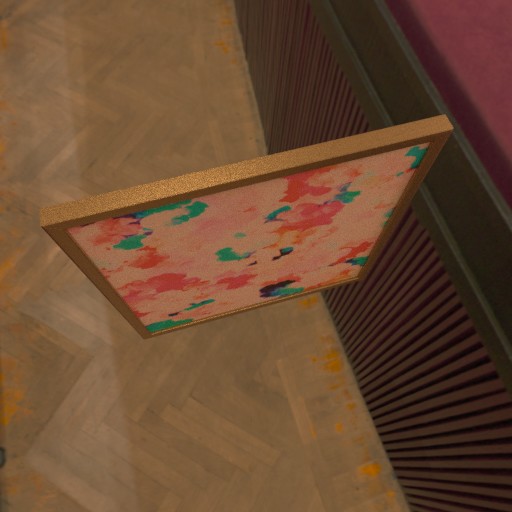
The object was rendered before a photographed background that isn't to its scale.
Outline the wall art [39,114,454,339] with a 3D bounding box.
[{"bbox_3d":[0.000,0.000,1.147,0.767,0.765,0.036,-15,66,-7],"label":"wall art"}]
